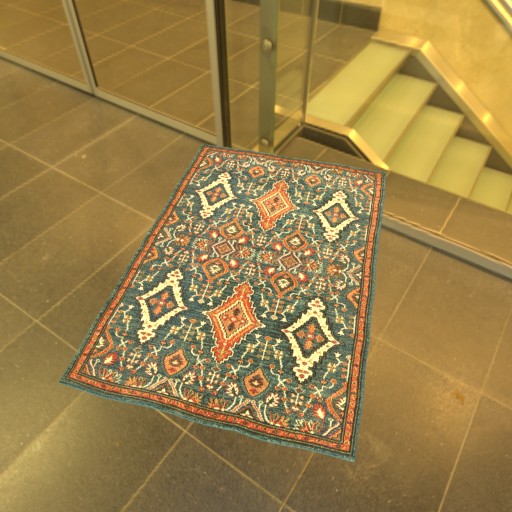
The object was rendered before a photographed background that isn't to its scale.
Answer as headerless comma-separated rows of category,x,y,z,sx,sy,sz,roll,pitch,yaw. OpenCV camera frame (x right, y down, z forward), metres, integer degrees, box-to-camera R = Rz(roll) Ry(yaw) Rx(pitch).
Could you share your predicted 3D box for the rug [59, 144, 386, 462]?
rug,0.000,0.000,3.031,1.622,0.009,2.373,11,49,10
